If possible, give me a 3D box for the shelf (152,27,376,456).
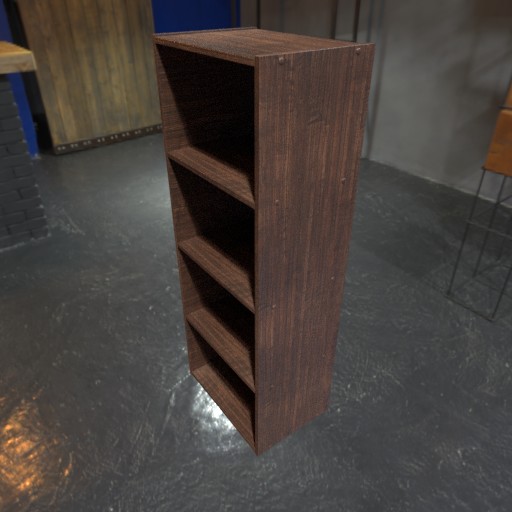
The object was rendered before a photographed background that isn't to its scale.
[{"bbox_3d":[0.000,0.000,1.239,0.290,1.099,0.415,-22,38,-30],"label":"shelf"}]
